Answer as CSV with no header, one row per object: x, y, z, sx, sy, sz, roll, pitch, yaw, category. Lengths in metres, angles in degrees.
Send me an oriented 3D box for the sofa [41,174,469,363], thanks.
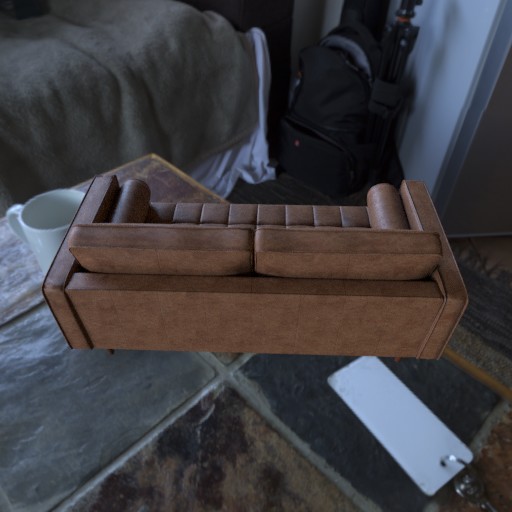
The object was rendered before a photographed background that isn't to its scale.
0.000,0.000,2.396,1.920,0.825,0.924,1,45,1,sofa
